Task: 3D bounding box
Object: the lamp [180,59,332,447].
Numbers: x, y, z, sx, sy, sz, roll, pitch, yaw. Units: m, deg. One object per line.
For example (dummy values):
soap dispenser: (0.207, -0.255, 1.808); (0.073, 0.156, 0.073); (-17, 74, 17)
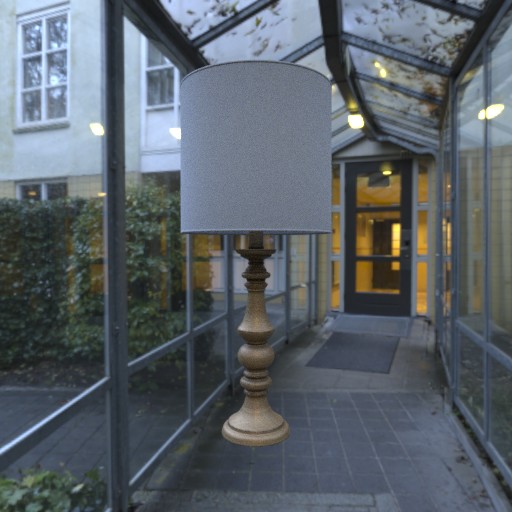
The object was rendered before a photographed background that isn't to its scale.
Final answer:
lamp: (0.000, 0.000, 0.747); (0.250, 0.597, 0.250); (0, 1, 17)
